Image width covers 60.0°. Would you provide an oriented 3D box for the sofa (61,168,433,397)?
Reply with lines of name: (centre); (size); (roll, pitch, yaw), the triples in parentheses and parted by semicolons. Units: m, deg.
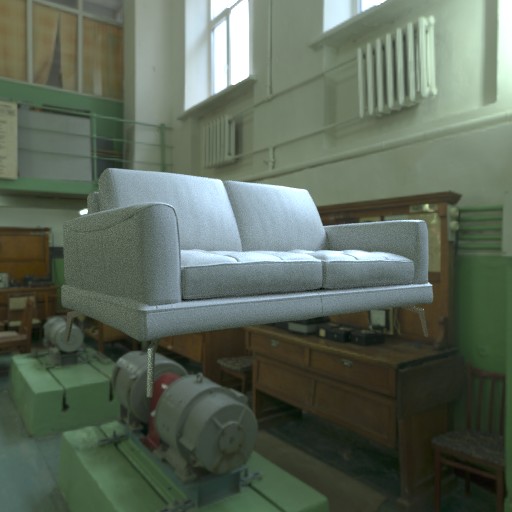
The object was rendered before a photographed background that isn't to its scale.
sofa: (0.000, 0.000, 2.458); (1.819, 0.930, 1.121); (-1, 1, -37)
